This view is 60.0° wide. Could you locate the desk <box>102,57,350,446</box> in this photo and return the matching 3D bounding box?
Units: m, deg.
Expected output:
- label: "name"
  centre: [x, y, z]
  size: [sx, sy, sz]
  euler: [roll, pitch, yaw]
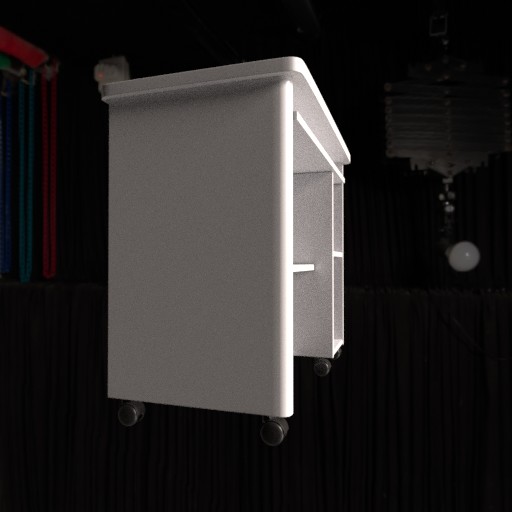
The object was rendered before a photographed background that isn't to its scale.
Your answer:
- label: "desk"
  centre: [0.000, 0.000, 1.337]
  size: [0.475, 0.763, 0.877]
  euler: [0, -1, 18]
